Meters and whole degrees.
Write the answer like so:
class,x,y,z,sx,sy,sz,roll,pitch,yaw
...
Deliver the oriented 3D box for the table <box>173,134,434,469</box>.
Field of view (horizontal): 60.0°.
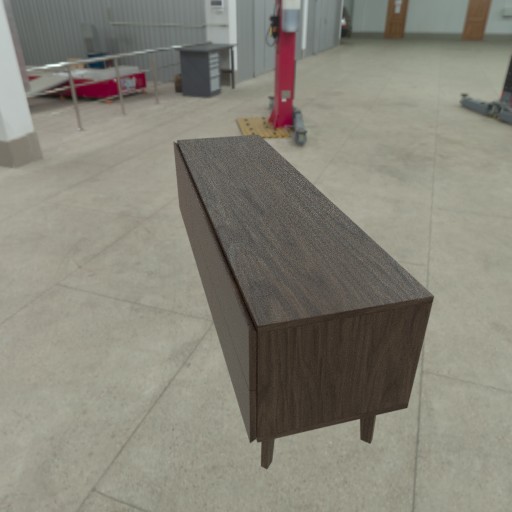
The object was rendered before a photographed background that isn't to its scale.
class,x,y,z,sx,sy,sz,roll,pitch,yaw
table,0.000,0.000,1.602,0.405,0.508,1.397,-8,30,-13
